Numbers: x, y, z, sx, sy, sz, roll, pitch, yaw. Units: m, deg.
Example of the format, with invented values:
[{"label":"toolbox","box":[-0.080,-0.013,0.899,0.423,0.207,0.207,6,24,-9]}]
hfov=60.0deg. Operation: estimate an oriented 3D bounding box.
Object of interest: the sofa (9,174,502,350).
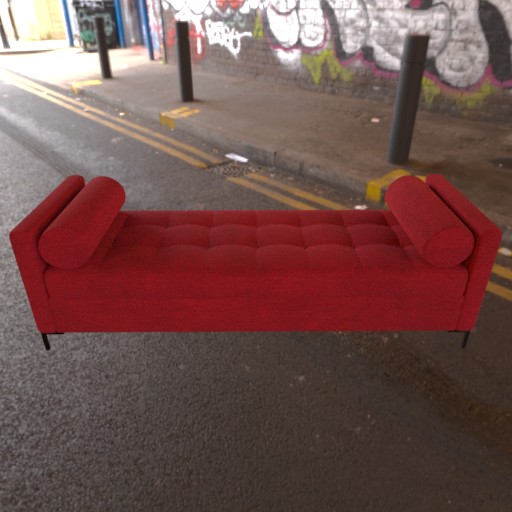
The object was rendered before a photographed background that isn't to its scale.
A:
[{"label":"sofa","box":[0.000,0.000,2.203,1.981,0.635,0.686,0,30,0]}]
